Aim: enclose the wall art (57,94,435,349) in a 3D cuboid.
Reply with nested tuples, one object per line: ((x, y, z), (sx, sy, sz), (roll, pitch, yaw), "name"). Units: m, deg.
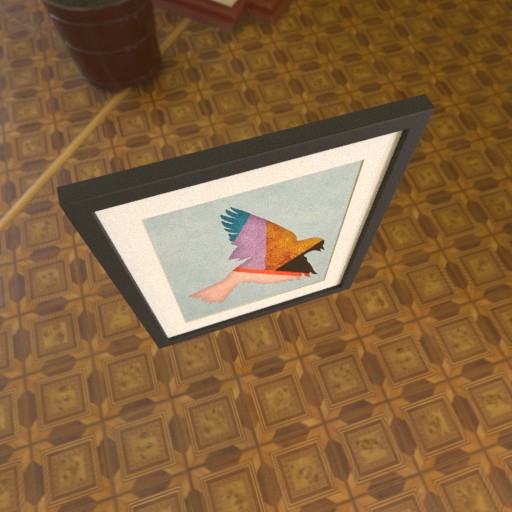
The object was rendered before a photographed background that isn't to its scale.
((0.000, 0.000, 0.765), (0.457, 0.558, 0.028), (-16, 64, -8), "wall art")
